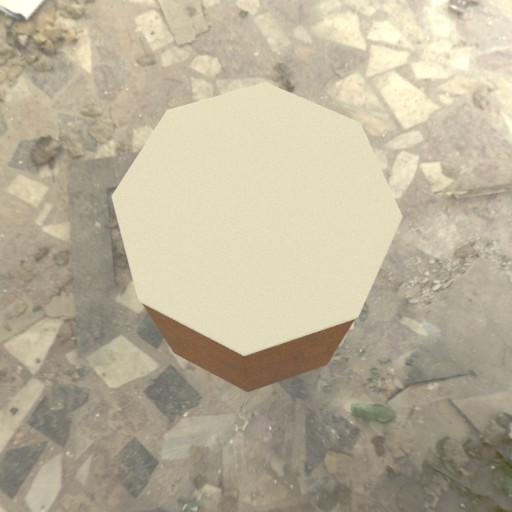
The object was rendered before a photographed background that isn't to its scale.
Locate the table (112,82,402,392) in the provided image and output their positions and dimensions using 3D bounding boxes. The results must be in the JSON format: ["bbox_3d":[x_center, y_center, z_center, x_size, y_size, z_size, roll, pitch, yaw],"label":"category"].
[{"bbox_3d":[0.000,0.000,0.783,0.439,0.457,0.439,-19,75,-5],"label":"table"}]
